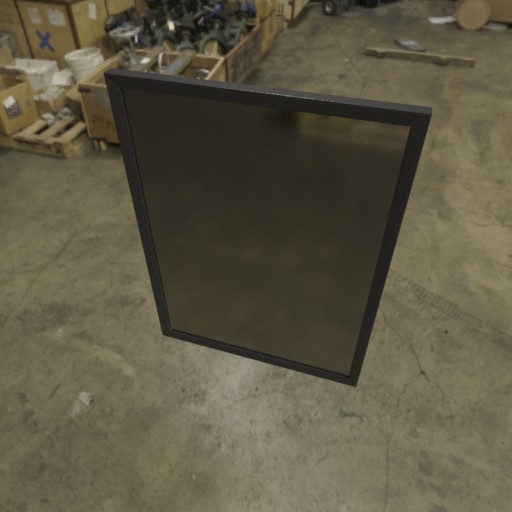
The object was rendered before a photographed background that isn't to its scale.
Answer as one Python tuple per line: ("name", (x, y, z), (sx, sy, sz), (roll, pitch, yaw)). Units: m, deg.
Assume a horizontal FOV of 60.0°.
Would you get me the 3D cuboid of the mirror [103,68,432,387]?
("mirror", (0.000, 0.000, 1.338), (0.762, 1.016, 0.040), (12, 43, 13))
